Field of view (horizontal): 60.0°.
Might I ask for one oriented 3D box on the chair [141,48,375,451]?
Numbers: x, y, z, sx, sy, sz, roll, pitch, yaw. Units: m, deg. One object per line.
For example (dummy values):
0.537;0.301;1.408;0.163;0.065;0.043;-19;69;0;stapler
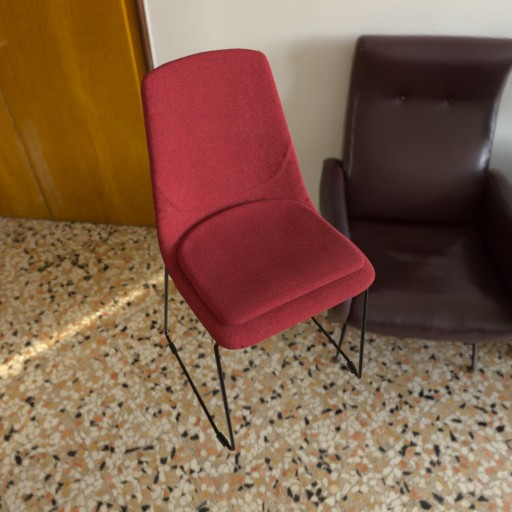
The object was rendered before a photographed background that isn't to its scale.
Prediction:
0.000;0.000;1.141;0.479;0.858;0.518;-22;48;-21;chair
